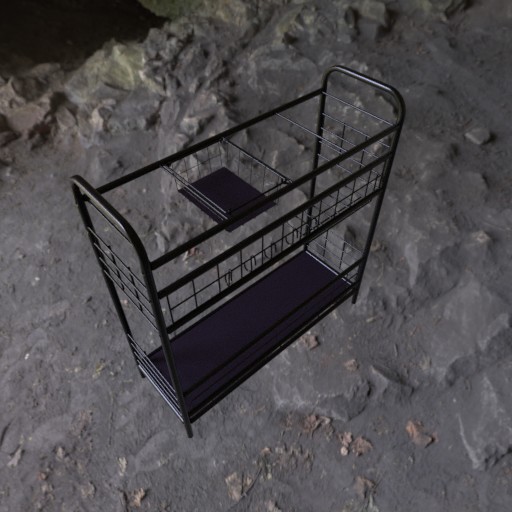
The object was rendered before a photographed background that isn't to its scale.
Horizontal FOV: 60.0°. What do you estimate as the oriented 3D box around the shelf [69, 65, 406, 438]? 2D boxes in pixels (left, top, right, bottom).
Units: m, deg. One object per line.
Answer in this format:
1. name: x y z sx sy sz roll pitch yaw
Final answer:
1. shelf: 0.000 0.000 1.575 0.961 1.026 0.350 -33 54 -27
